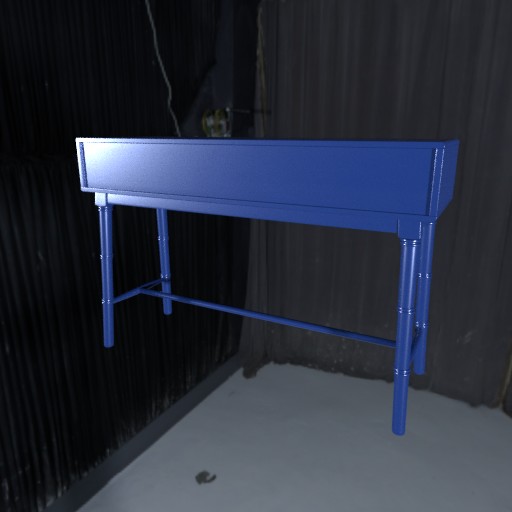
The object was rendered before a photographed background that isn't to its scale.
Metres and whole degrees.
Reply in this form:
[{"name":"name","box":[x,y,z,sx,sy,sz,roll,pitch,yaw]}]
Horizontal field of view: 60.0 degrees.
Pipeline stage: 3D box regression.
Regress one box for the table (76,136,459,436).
[{"name":"table","box":[0.000,0.000,1.459,1.118,0.749,0.399,8,18,27]}]
